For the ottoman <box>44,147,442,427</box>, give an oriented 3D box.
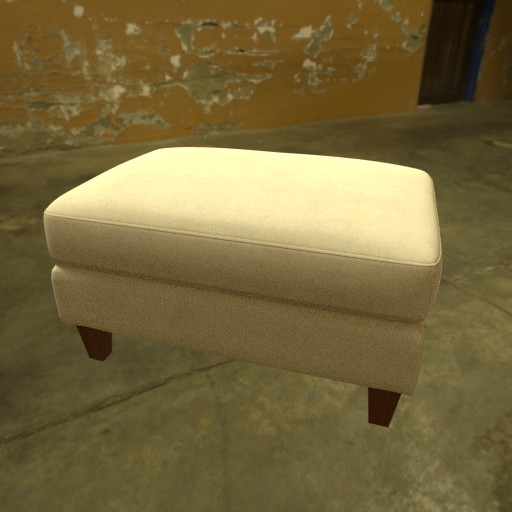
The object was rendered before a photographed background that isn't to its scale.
[{"bbox_3d":[0.000,0.000,1.183,0.864,0.483,0.584,8,28,15],"label":"ottoman"}]
